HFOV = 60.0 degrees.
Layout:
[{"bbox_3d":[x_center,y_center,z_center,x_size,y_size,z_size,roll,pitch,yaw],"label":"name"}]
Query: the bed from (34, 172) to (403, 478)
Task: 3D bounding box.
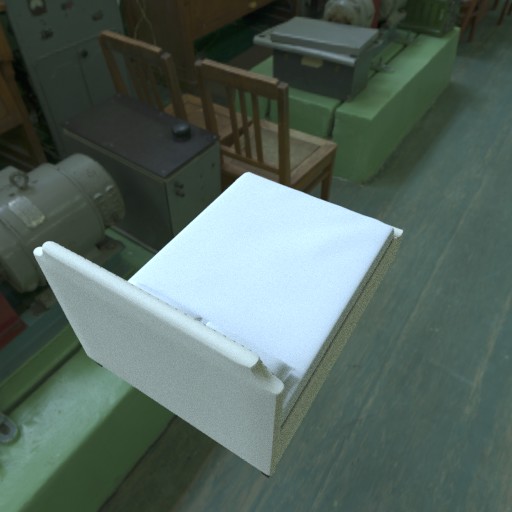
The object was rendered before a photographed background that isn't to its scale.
[{"bbox_3d":[0.000,0.000,3.429,1.712,1.443,2.372,25,51,21],"label":"bed"}]
